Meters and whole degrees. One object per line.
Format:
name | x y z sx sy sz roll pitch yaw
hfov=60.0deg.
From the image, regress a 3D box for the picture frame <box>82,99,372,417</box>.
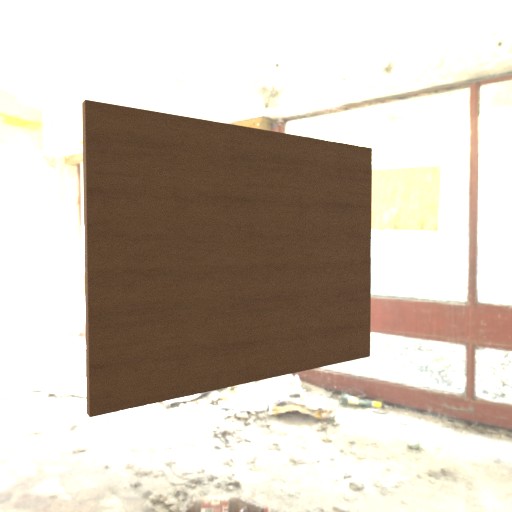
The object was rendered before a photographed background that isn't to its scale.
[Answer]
picture frame | 0.000 0.000 1.805 1.329 1.018 0.045 -1 3 -34
